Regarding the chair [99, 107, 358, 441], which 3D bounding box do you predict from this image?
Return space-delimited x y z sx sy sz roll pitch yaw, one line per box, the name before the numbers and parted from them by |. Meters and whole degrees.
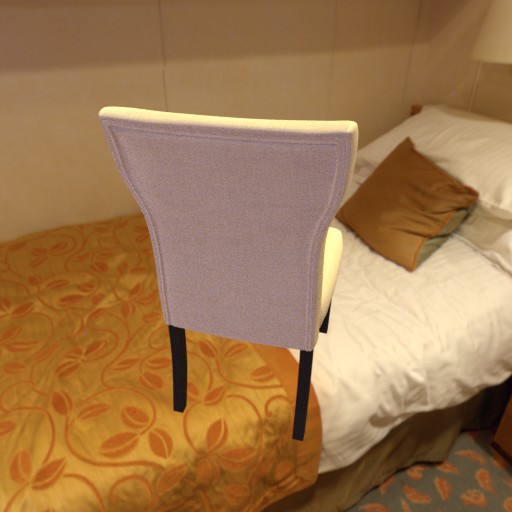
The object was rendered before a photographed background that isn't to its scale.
chair | 0.000 0.000 1.270 0.509 0.921 0.597 8 33 13
